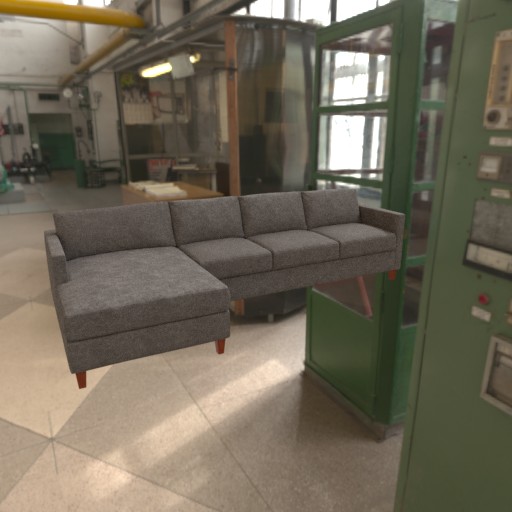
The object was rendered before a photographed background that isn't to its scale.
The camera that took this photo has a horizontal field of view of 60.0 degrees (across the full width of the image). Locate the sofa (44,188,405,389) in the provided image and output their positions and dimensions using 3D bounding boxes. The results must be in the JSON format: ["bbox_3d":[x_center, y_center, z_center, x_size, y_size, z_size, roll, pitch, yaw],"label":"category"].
[{"bbox_3d":[0.000,0.000,4.122,3.471,0.954,1.606,-8,18,-26],"label":"sofa"}]
